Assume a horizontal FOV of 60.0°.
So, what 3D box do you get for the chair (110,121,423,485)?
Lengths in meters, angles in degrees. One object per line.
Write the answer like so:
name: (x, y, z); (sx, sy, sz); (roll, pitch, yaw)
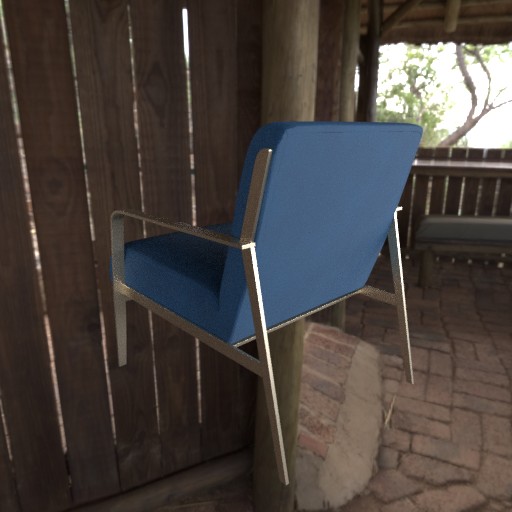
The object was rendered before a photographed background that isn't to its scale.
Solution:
chair: (0.000, 0.000, 1.443); (0.692, 0.831, 0.859); (-15, 22, -42)
